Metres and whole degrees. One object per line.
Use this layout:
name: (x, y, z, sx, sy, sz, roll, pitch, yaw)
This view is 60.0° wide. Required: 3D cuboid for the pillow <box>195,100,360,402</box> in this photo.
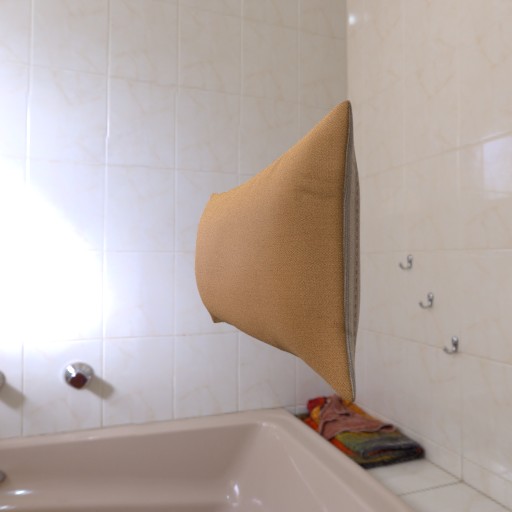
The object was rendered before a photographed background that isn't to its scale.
pillow: (0.000, 0.000, 0.713, 0.151, 0.291, 0.608, 0, -1, -18)
